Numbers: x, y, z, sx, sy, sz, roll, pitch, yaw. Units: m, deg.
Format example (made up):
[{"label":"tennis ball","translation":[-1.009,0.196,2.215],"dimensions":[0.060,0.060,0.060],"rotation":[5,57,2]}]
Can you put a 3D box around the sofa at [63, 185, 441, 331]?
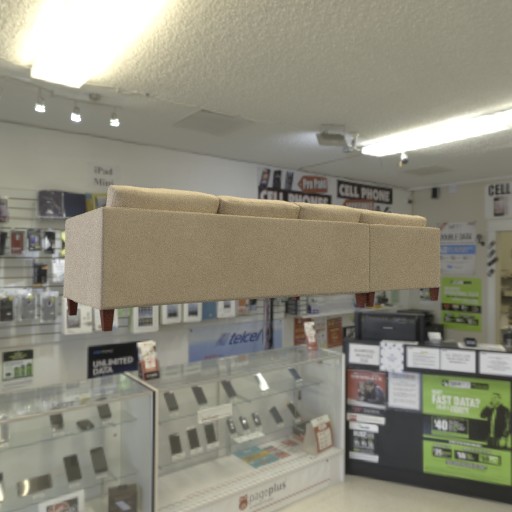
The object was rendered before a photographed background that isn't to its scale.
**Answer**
[{"label":"sofa","translation":[0.000,0.000,3.963],"dimensions":[3.186,0.846,1.625],"rotation":[0,0,-35]}]
